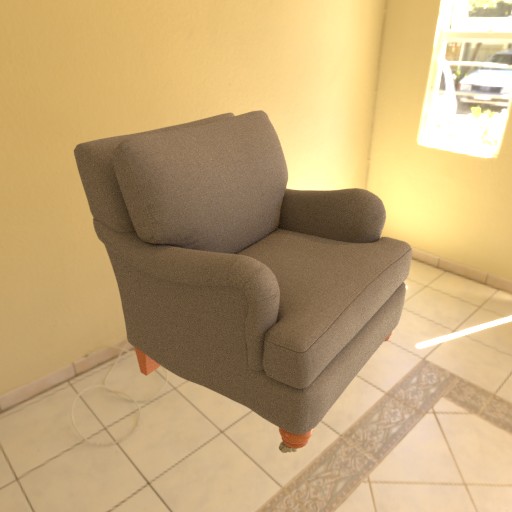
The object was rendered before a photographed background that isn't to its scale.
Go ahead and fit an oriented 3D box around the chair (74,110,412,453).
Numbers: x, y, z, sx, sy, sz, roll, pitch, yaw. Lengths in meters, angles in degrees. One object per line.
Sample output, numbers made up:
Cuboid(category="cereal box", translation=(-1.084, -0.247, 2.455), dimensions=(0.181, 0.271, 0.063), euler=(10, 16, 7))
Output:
Cuboid(category="chair", translation=(0.000, 0.000, 1.864), dimensions=(1.070, 1.038, 0.955), euler=(19, 33, 33))
